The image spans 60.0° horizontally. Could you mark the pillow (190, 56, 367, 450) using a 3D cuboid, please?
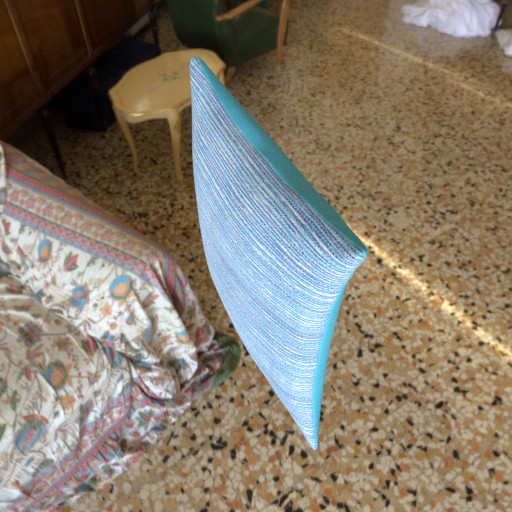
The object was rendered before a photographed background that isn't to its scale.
[{"bbox_3d":[0.000,0.000,0.764,0.150,0.497,0.514,-18,48,-17],"label":"pillow"}]
